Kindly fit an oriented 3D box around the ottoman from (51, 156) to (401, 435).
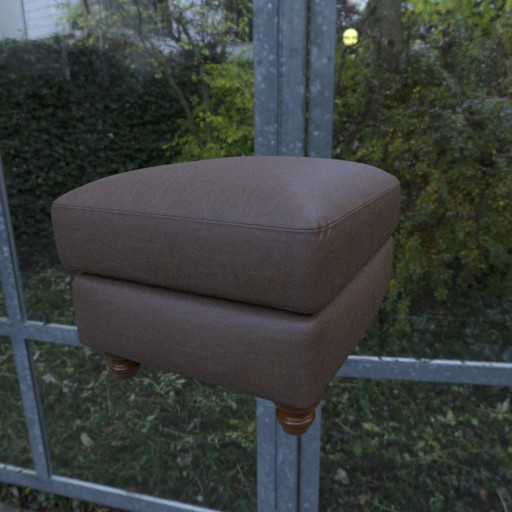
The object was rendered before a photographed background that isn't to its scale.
[{"bbox_3d":[0.000,0.000,1.186,0.635,0.508,0.787,8,18,26],"label":"ottoman"}]
